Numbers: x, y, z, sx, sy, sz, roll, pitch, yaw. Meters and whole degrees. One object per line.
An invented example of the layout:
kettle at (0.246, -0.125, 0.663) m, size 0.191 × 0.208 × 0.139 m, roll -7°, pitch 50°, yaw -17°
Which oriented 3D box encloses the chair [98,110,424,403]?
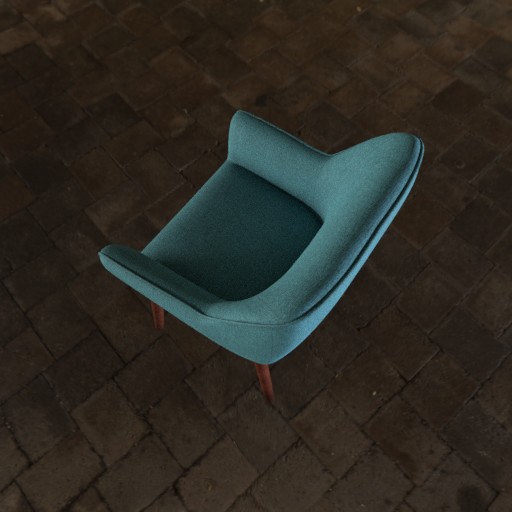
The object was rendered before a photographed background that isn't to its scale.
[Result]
chair at (0.000, 0.000, 1.156) m, size 0.519 × 0.803 × 0.543 m, roll 32°, pitch 68°, yaw 15°
